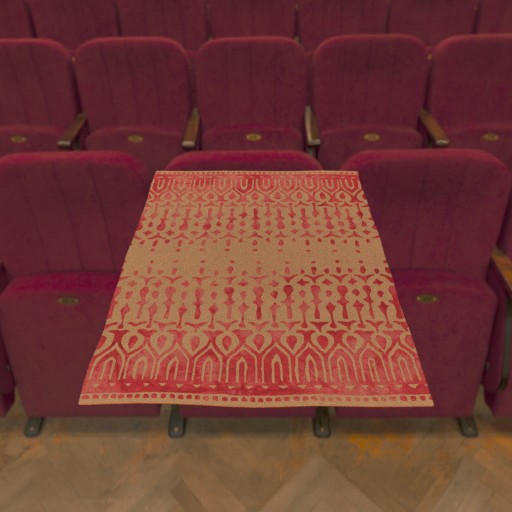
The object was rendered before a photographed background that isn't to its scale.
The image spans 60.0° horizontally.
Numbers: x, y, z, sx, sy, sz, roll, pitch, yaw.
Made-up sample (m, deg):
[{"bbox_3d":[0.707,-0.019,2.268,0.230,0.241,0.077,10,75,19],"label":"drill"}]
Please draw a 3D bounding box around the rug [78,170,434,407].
[{"bbox_3d":[0.000,0.000,4.164,2.441,0.016,3.095,0,42,0],"label":"rug"}]
